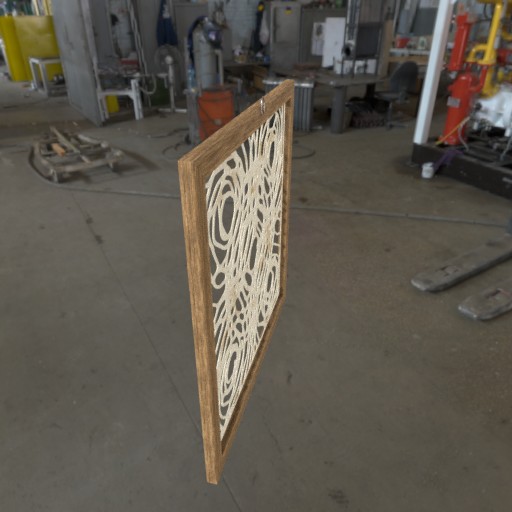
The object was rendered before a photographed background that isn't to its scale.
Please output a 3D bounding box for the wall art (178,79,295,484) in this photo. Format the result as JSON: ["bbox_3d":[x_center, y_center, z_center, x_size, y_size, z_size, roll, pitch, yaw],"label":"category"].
[{"bbox_3d":[0.000,0.000,0.838,0.021,0.576,0.561,8,31,13],"label":"wall art"}]
